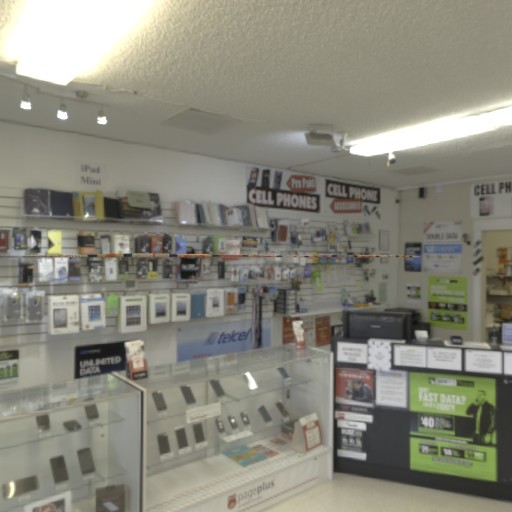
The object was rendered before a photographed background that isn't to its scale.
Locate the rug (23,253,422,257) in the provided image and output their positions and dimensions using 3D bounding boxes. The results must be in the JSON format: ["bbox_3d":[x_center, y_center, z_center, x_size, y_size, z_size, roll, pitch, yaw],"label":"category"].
[{"bbox_3d":[0.000,0.000,2.700,2.455,0.017,0.695,0,0,-36],"label":"rug"}]
